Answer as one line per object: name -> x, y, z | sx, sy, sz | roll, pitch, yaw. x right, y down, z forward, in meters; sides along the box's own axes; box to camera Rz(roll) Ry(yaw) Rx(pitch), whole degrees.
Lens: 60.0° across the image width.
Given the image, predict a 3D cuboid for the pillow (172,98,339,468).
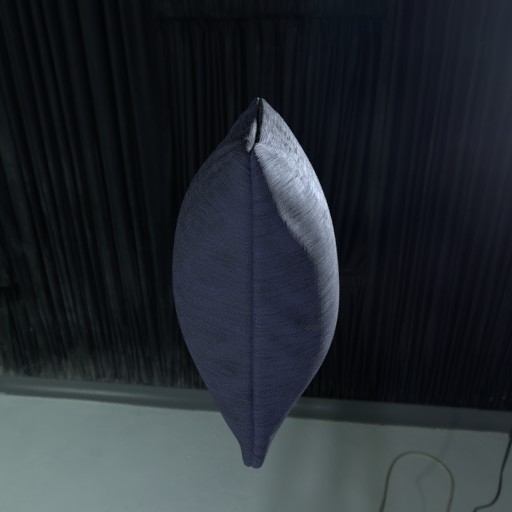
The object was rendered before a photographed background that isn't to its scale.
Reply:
pillow -> 0.000, 0.000, 0.675 | 0.246, 0.414, 0.432 | 1, 26, 1
